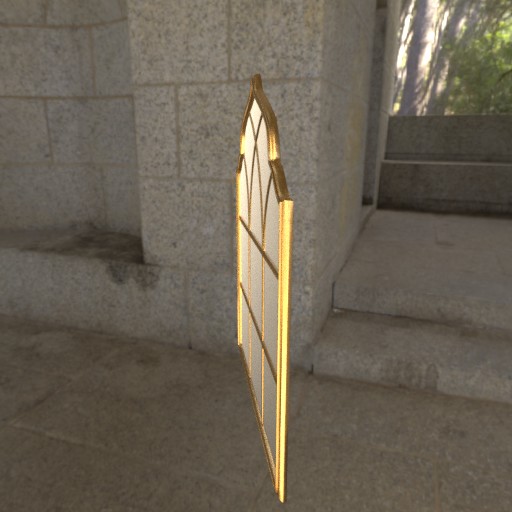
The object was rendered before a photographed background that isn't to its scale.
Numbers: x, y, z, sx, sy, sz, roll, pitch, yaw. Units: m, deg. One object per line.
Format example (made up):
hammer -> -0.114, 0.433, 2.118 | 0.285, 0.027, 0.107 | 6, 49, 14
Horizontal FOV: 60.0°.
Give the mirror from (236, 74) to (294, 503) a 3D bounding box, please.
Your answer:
mirror -> 0.000, 0.000, 0.830 | 0.018, 0.635, 0.513 | -2, 16, -9
